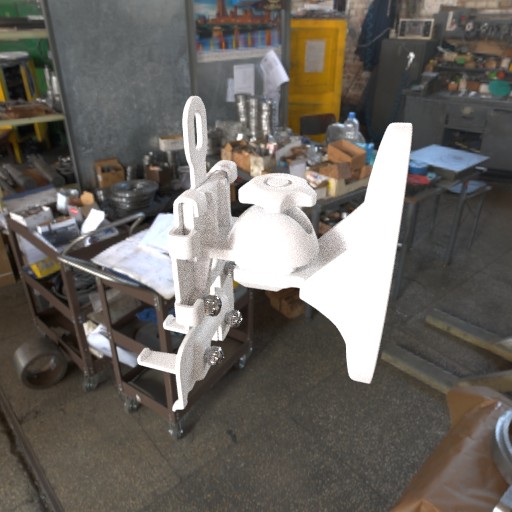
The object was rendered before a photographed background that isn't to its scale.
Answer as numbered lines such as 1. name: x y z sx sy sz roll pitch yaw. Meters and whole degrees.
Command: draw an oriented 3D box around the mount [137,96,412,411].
1. mount: 0.000 0.000 0.174 0.100 0.118 0.066 8 30 13
